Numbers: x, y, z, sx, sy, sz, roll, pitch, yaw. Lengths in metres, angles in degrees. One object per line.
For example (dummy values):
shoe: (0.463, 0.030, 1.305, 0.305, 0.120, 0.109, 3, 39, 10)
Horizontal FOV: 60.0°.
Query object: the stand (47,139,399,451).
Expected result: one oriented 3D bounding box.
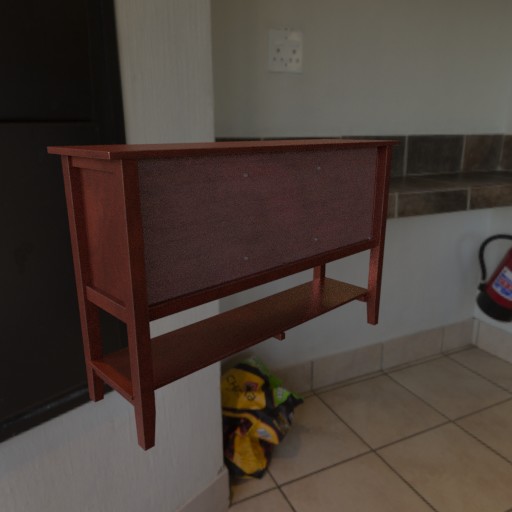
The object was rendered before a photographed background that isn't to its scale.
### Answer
stand: (0.000, 0.000, 1.765, 1.362, 0.872, 0.410, -15, 22, -42)
